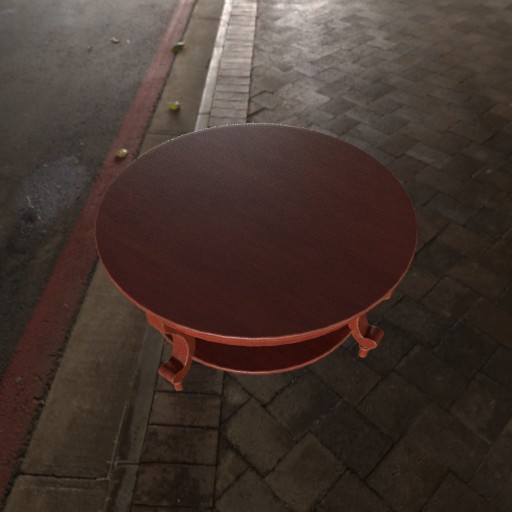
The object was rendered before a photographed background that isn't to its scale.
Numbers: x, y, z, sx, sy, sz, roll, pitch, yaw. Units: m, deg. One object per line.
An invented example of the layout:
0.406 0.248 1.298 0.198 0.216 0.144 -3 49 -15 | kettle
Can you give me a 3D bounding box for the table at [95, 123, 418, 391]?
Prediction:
0.000 0.000 1.620 1.029 0.486 1.029 0 47 0 | table
